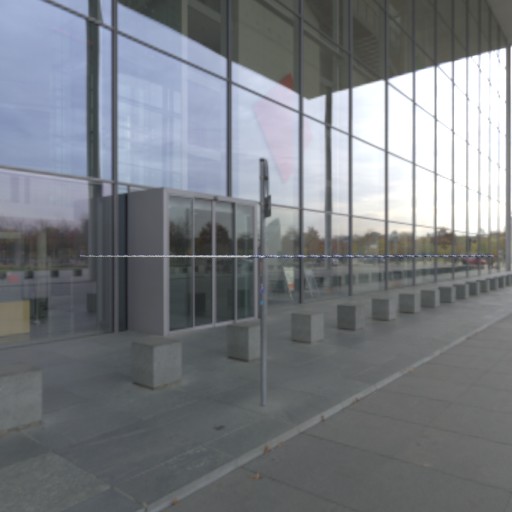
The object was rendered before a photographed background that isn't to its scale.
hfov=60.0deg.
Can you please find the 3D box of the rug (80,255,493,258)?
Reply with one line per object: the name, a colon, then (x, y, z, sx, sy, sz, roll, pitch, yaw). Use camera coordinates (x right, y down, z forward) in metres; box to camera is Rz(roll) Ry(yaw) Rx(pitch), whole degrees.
rug: (0.000, 0.000, 4.346, 2.471, 0.016, 3.416, 0, 0, -36)
